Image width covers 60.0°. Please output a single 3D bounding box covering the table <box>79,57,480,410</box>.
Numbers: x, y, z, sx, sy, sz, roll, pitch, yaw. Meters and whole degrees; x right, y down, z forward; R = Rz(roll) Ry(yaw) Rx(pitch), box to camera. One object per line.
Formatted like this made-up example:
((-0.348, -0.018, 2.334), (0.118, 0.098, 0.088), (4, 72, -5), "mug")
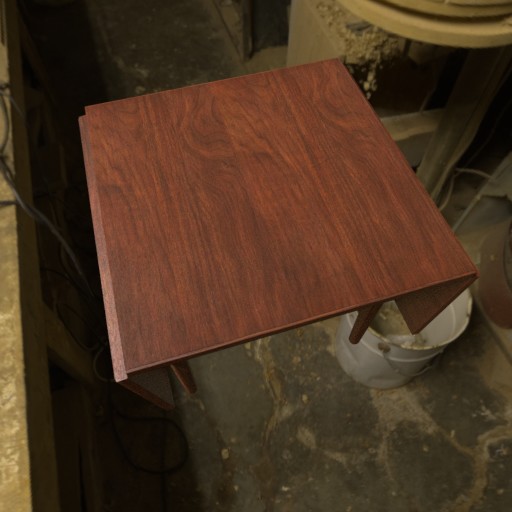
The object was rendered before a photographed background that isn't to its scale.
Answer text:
((0.000, 0.000, 1.460), (0.843, 0.763, 0.812), (-15, 60, -9), "table")
